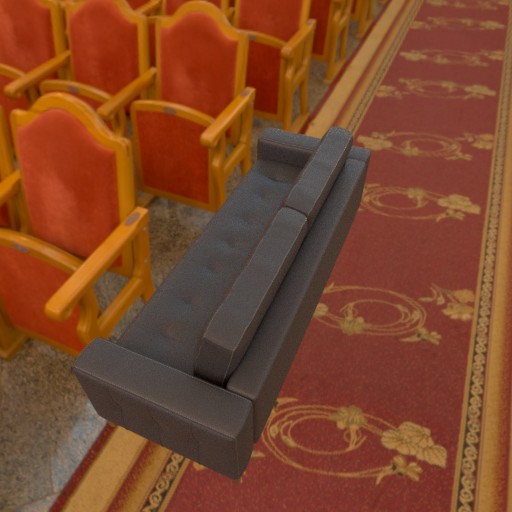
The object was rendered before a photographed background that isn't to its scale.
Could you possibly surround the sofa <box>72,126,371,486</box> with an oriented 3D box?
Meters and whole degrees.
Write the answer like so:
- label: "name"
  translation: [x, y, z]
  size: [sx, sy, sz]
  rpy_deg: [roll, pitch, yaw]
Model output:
- label: "sofa"
  translation: [0.000, 0.000, 2.679]
  size: [0.833, 0.893, 2.275]
  rpy_deg: [17, 48, 16]
